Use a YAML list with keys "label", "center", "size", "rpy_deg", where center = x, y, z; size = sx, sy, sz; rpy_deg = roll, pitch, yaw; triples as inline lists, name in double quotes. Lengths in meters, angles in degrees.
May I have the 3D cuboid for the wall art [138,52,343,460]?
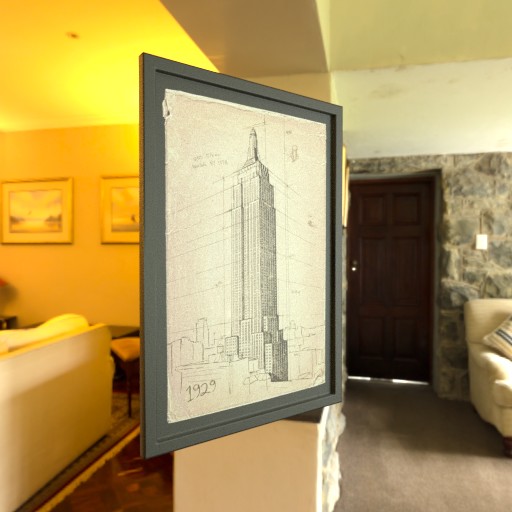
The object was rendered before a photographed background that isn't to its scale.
- label: "wall art"
  center: [0.000, 0.000, 0.563]
  size: [0.303, 0.431, 0.013]
  rpy_deg: [-1, 1, -36]
